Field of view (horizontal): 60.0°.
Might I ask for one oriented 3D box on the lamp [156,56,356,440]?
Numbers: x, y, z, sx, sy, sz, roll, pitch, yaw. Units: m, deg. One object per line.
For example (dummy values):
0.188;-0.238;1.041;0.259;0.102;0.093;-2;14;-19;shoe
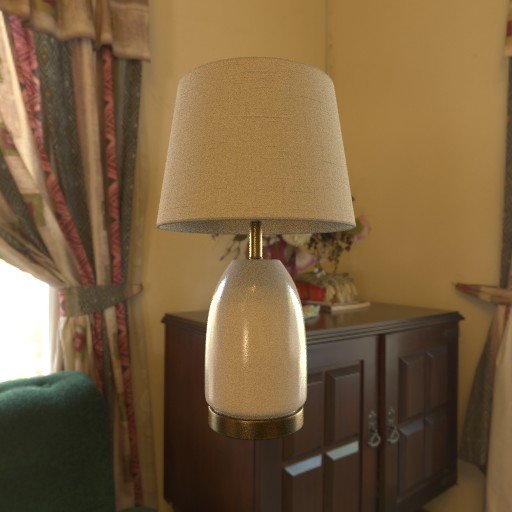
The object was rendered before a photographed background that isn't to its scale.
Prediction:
0.000;0.000;0.649;0.285;0.483;0.285;0;-1;0;lamp
